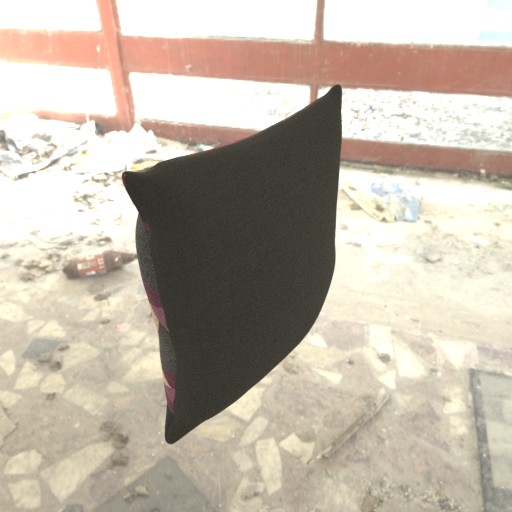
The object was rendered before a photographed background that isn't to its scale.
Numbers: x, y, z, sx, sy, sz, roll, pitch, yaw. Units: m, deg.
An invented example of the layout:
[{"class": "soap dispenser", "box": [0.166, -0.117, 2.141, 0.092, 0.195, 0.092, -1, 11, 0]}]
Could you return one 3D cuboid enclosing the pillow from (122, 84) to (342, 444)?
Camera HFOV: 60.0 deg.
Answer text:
[{"class": "pillow", "box": [0.000, 0.000, 0.777, 0.208, 0.496, 0.503, 23, 40, 30]}]
